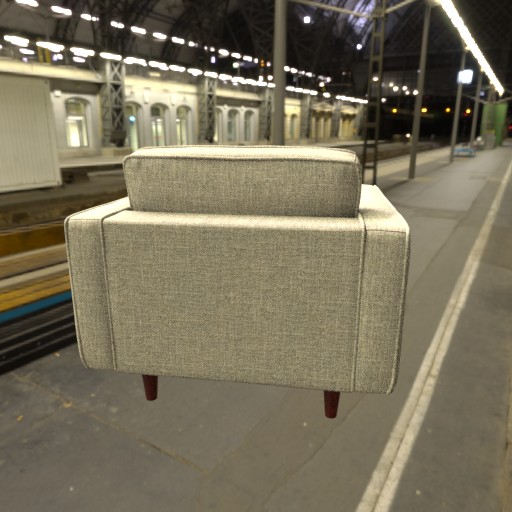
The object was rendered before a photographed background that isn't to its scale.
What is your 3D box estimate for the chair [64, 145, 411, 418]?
[{"bbox_3d":[0.000,0.000,1.548,0.889,0.765,0.914,3,16,9],"label":"chair"}]
